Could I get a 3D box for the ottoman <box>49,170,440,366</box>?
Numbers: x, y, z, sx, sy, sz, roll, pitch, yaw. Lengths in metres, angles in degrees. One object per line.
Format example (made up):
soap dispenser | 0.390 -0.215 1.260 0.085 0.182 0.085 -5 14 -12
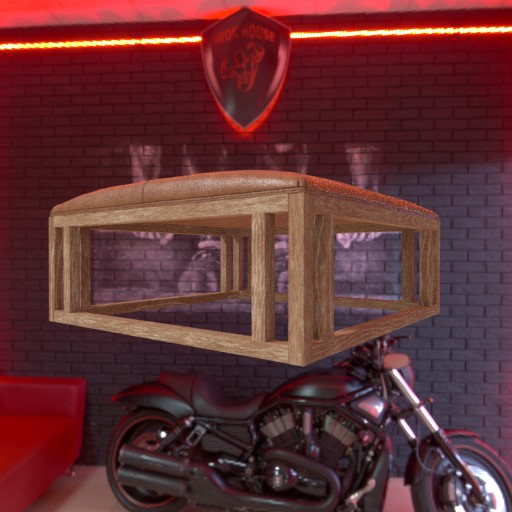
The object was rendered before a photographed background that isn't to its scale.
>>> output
ottoman | 0.000 0.000 1.605 1.013 0.442 1.016 0 0 37
